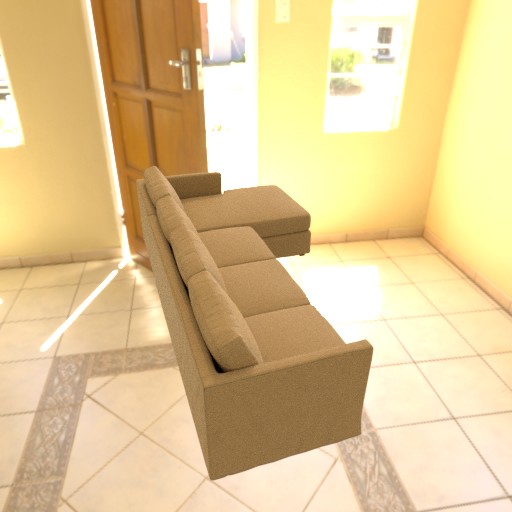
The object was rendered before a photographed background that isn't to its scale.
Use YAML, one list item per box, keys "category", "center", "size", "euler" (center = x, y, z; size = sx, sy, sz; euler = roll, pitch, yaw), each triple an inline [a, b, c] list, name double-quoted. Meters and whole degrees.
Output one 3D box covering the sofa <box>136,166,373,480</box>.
- category: "sofa"
  center: [0.000, 0.000, 3.732]
  size: [1.622, 0.867, 3.177]
  euler: [-9, 30, -17]
